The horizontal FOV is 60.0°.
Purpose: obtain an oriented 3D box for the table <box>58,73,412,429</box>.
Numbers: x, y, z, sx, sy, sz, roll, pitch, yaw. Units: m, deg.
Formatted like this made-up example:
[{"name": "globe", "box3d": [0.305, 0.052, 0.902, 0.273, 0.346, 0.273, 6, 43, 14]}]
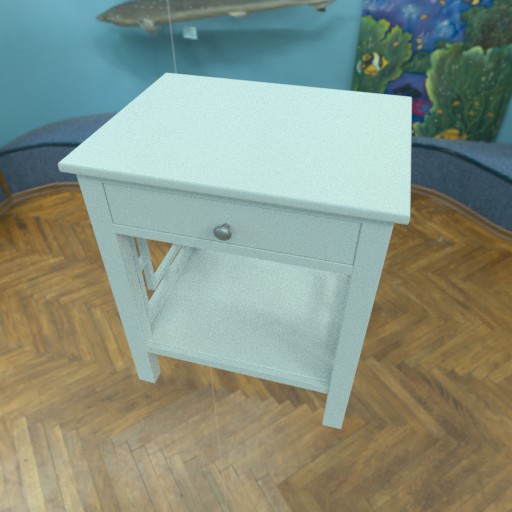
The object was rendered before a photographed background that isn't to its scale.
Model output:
[{"name": "table", "box3d": [0.000, 0.000, 1.043, 0.564, 0.646, 0.451, 10, 42, 11]}]
